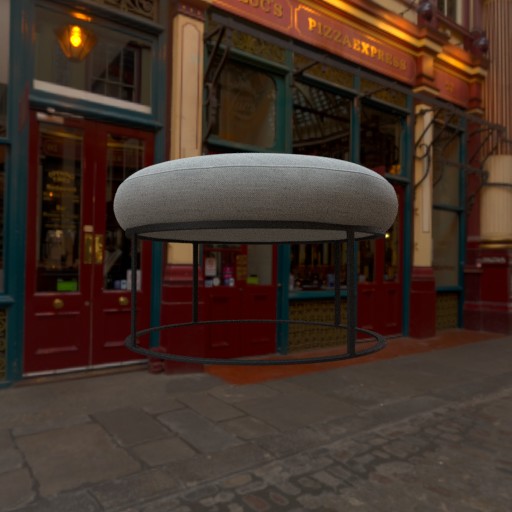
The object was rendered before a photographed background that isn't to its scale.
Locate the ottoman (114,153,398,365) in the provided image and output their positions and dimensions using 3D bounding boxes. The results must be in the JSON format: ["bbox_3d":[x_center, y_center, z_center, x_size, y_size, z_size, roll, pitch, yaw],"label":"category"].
[{"bbox_3d":[0.000,0.000,1.252,0.769,0.459,0.769,0,-1,0],"label":"ottoman"}]
